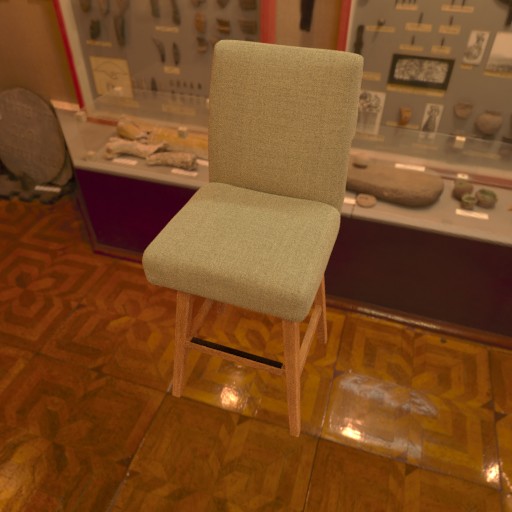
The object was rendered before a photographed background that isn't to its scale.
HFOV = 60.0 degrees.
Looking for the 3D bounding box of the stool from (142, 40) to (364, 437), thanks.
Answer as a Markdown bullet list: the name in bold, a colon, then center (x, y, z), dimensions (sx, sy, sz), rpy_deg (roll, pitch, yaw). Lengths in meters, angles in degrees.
- **stool**: center (0.000, 0.000, 1.391), dimensions (0.483, 1.106, 0.569), rpy_deg (13, 43, 15)
